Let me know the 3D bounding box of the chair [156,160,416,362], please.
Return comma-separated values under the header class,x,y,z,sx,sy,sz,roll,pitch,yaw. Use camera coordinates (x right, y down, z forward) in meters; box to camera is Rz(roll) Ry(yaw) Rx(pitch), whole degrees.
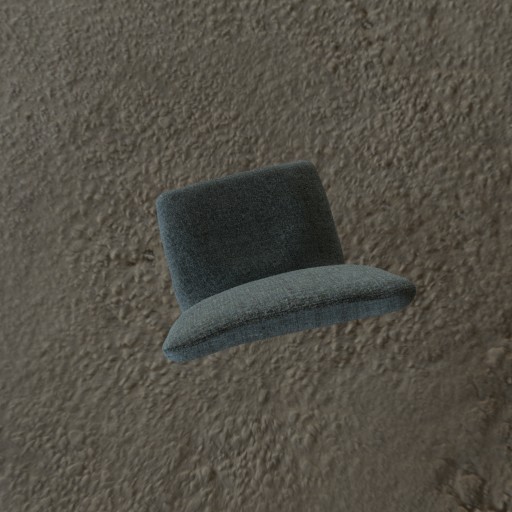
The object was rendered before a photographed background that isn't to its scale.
class,x,y,z,sx,sy,sz,roll,pitch,yaw
chair,0.000,0.000,1.288,0.522,0.974,0.563,-14,75,-4
